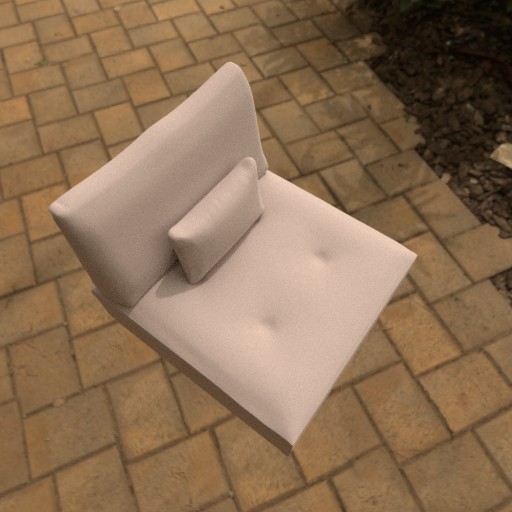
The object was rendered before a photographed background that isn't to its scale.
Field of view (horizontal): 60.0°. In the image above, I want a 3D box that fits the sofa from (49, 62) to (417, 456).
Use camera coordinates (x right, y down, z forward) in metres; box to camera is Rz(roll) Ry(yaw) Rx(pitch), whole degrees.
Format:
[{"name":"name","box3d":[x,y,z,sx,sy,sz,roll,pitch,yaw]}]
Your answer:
[{"name":"sofa","box3d":[0.000,0.000,1.712,1.000,0.828,0.935,33,64,18]}]
